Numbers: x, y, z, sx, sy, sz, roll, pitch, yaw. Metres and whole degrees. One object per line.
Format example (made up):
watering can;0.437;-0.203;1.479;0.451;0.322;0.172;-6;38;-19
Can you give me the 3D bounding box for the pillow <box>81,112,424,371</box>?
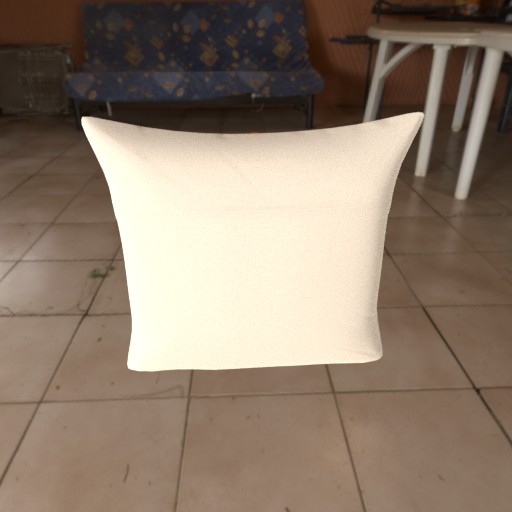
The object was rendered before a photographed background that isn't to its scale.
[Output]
pillow;0.000;0.000;0.763;0.501;0.477;0.192;-2;28;-3
